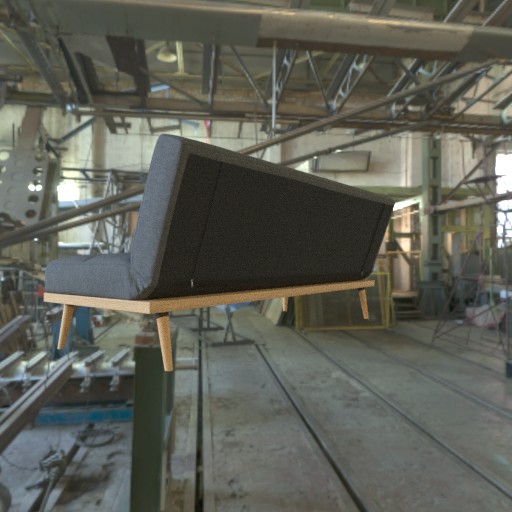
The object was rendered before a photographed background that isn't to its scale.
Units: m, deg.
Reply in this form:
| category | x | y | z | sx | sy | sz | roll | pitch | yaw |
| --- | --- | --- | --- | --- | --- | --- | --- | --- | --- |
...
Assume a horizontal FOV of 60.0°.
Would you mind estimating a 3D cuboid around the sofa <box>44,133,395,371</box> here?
| category | x | y | z | sx | sy | sz | roll | pitch | yaw |
| --- | --- | --- | --- | --- | --- | --- | --- | --- | --- |
| sofa | 0.000 | 0.000 | 2.273 | 0.820 | 0.770 | 1.820 | 0 | 0 | 37 |
